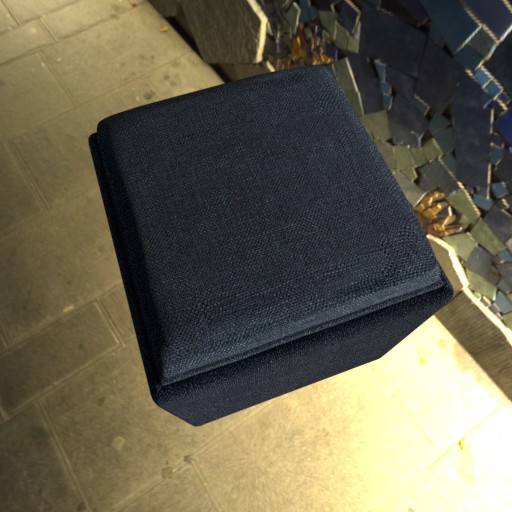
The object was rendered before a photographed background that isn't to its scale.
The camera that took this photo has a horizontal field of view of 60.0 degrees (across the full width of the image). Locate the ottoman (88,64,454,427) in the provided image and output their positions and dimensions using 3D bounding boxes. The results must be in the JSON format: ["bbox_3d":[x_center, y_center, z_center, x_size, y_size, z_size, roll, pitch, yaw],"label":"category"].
[{"bbox_3d":[0.000,0.000,0.825,0.436,0.493,0.454,-18,66,-8],"label":"ottoman"}]
